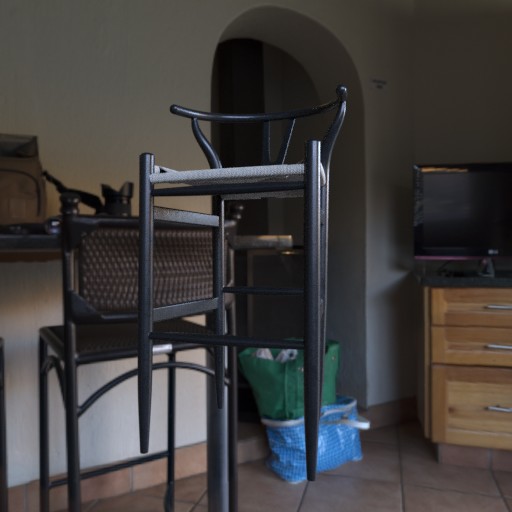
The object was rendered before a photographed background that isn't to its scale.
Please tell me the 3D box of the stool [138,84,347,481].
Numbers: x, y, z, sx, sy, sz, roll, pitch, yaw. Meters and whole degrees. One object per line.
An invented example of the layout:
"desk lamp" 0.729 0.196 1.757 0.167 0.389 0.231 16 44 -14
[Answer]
"stool" 0.000 0.000 1.397 0.569 1.072 0.579 0 0 18
